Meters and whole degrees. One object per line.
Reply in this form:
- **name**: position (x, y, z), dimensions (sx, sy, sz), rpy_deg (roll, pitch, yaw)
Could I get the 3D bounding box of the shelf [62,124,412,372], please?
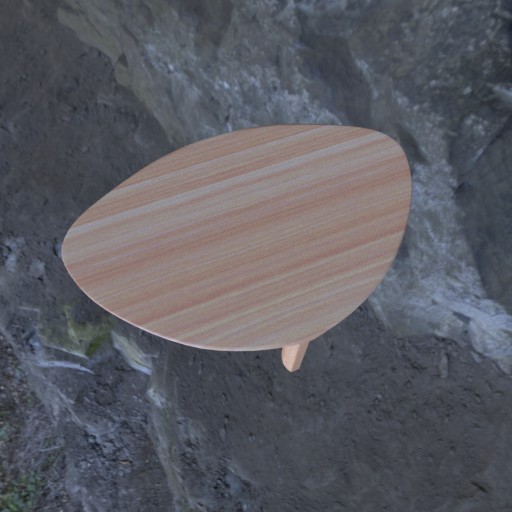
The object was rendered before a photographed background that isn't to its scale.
- **shelf**: position (0.000, 0.000, 1.674), dimensions (1.246, 0.440, 0.845), rpy_deg (-19, 65, -10)
